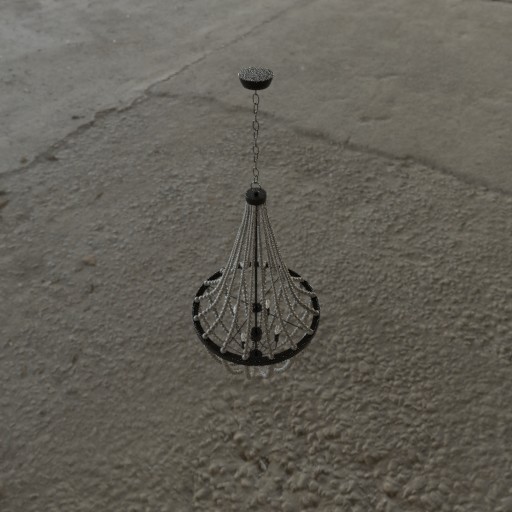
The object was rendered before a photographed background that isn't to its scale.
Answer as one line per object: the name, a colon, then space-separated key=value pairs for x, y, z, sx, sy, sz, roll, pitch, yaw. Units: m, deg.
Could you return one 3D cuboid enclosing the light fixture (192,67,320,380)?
light fixture: x=0.000 y=0.000 z=1.382 sx=0.450 sy=1.133 sz=0.450 roll=0 pitch=44 yaw=0
